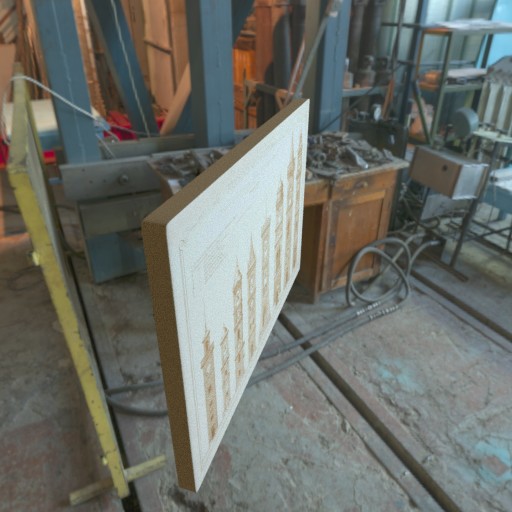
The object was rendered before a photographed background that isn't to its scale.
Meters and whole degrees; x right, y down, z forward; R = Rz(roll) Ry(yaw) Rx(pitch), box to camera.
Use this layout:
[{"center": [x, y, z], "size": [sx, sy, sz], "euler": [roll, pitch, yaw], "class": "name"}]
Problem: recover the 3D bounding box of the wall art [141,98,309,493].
[{"center": [0.000, 0.000, 0.470], "size": [0.019, 0.254, 0.380], "euler": [9, 32, 16], "class": "wall art"}]
